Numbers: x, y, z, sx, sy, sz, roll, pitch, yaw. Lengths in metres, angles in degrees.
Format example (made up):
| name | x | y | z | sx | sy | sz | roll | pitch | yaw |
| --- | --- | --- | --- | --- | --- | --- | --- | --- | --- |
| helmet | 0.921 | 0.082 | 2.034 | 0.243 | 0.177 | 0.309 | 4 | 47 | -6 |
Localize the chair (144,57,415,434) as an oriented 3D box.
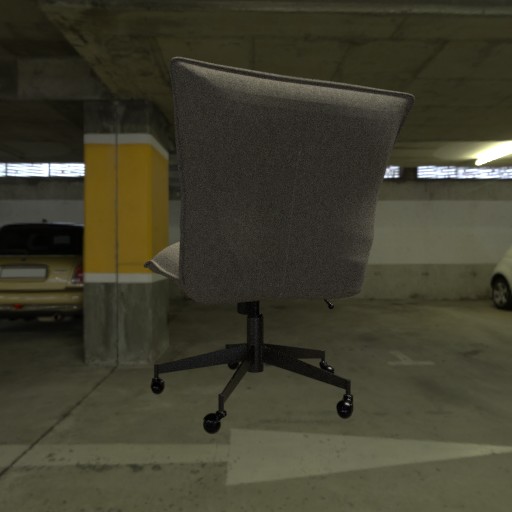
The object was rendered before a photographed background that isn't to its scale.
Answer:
| name | x | y | z | sx | sy | sz | roll | pitch | yaw |
| --- | --- | --- | --- | --- | --- | --- | --- | --- | --- |
| chair | 0.000 | 0.000 | 1.300 | 0.597 | 0.811 | 0.696 | 0 | 1 | -19 |
